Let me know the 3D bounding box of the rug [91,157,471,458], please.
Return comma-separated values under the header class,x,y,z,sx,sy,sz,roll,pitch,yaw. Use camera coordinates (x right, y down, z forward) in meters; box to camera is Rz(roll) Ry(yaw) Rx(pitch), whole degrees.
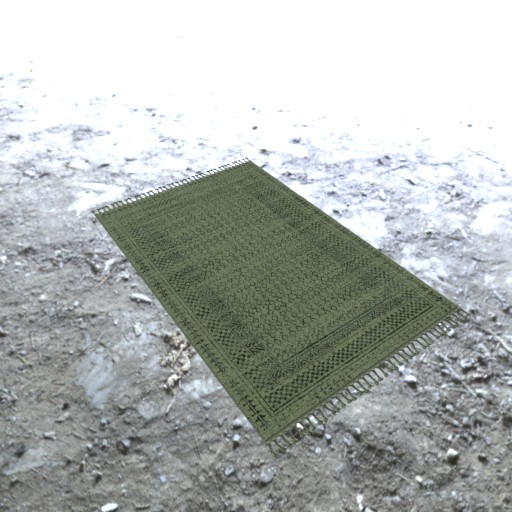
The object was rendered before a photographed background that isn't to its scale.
class,x,y,z,sx,sy,sz,roll,pitch,yaw
rug,0.000,0.000,3.166,1.548,0.013,2.486,-25,47,-26
